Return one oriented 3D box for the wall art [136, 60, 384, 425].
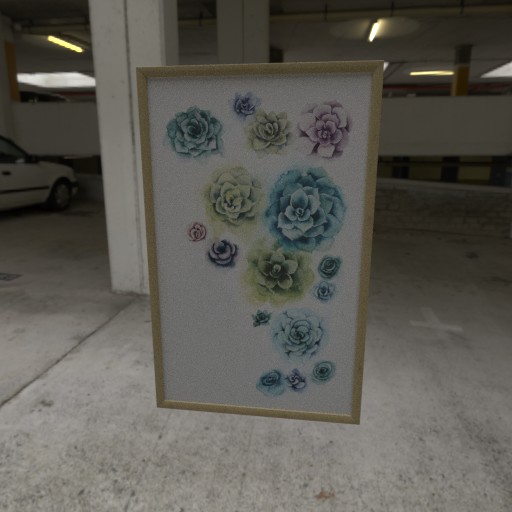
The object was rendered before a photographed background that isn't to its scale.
[{"bbox_3d":[0.000,0.000,1.012,0.510,0.810,0.039,2,14,8],"label":"wall art"}]
